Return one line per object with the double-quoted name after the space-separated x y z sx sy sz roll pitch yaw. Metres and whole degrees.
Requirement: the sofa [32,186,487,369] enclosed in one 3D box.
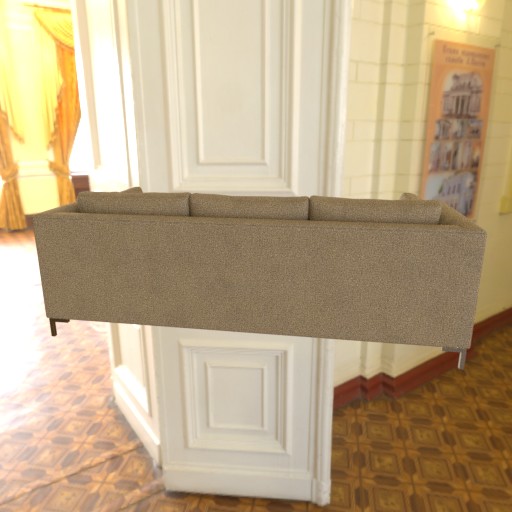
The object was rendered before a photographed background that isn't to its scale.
0.000 0.000 2.855 2.415 0.867 0.969 3 16 9 "sofa"
